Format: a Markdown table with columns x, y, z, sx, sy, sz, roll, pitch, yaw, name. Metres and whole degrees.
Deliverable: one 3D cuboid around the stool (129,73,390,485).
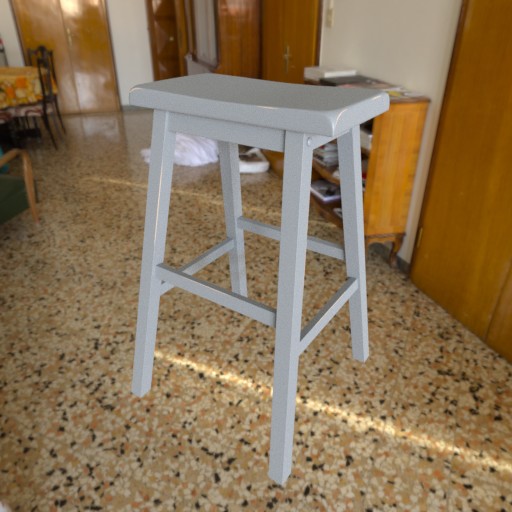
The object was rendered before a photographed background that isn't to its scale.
| x | y | z | sx | sy | sz | roll | pitch | yaw | name |
| --- | --- | --- | --- | --- | --- | --- | --- | --- | --- |
| 0.000 | 0.000 | 1.027 | 0.457 | 0.737 | 0.476 | 19 | 34 | 29 | stool |
